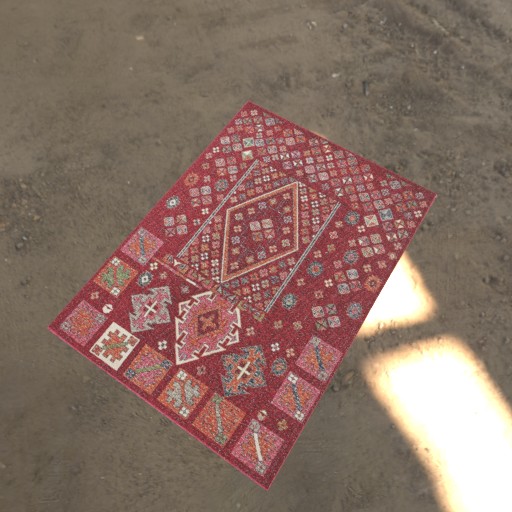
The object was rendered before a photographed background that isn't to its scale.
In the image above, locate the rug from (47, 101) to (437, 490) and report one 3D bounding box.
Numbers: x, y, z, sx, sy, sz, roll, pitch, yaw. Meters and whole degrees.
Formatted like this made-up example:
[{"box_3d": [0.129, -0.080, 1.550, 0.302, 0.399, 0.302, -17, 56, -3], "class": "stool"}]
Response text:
[{"box_3d": [0.000, 0.000, 4.345, 2.389, 0.011, 3.306, 31, 68, 14], "class": "rug"}]
